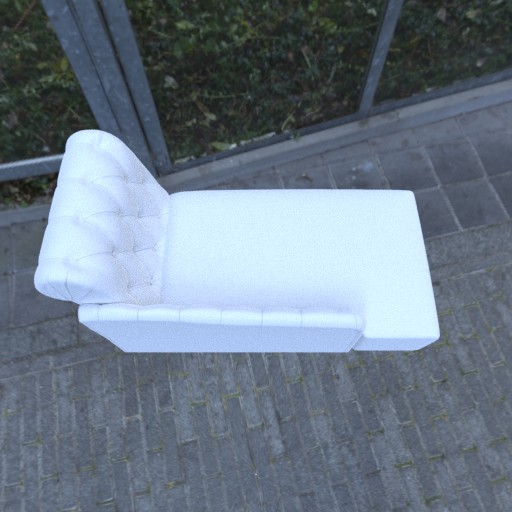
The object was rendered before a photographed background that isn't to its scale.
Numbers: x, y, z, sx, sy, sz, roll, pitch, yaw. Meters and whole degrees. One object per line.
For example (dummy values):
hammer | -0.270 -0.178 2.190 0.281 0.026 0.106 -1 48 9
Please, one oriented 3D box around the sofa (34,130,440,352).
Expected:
sofa | 0.000 0.000 1.769 1.379 0.787 0.675 0 64 0
